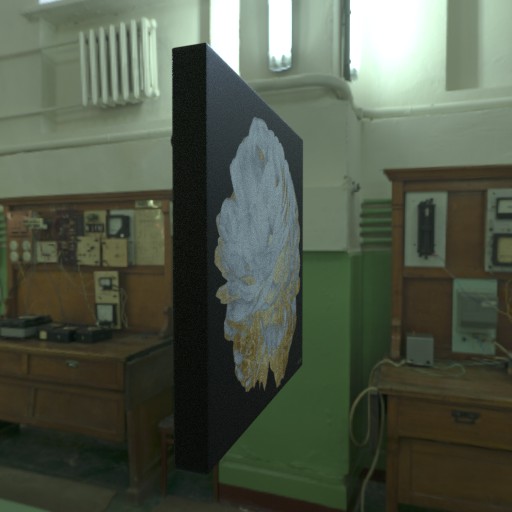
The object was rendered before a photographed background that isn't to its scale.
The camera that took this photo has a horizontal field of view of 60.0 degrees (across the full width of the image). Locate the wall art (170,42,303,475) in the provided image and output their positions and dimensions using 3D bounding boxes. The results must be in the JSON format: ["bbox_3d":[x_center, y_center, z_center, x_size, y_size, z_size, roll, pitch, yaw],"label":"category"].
[{"bbox_3d":[0.000,0.000,0.612,0.041,0.407,0.406,1,2,19],"label":"wall art"}]
